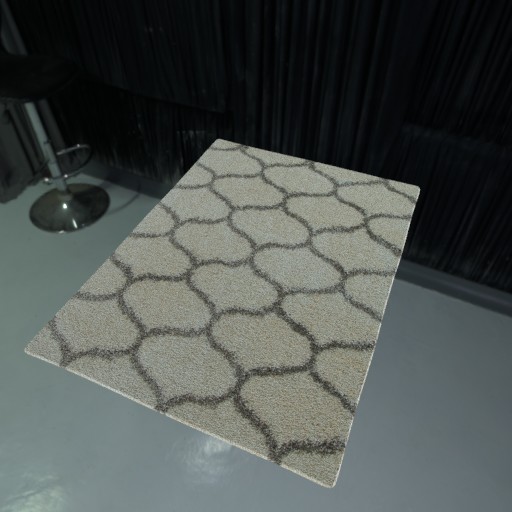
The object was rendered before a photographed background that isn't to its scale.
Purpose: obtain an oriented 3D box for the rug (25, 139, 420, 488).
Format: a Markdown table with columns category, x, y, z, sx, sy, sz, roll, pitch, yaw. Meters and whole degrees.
| category | x | y | z | sx | sy | sz | roll | pitch | yaw |
| --- | --- | --- | --- | --- | --- | --- | --- | --- | --- |
| rug | 0.000 | 0.000 | 1.996 | 1.200 | 0.025 | 1.600 | 17 | 48 | 16 |
